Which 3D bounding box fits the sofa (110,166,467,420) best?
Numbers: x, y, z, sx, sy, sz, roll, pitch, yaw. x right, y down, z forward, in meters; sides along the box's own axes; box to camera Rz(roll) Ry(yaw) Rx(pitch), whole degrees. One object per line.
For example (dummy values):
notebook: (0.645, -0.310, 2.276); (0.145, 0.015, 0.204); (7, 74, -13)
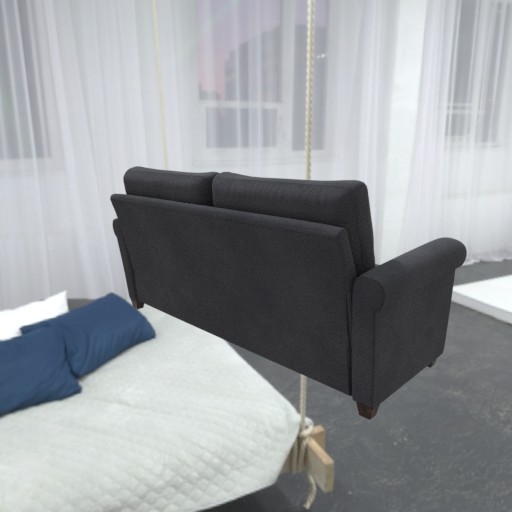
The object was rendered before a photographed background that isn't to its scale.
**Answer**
sofa: (0.000, 0.000, 2.454); (1.935, 0.942, 0.842); (14, 19, 43)
